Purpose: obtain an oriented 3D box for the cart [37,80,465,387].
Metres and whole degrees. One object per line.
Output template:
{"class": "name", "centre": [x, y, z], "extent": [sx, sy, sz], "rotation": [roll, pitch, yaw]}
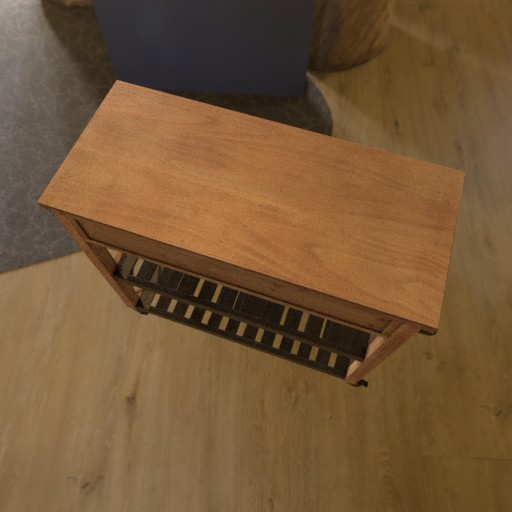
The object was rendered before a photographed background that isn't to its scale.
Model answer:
{"class": "cart", "centre": [0.000, 0.000, 0.980], "extent": [0.686, 0.554, 0.298], "rotation": [17, 66, 8]}
